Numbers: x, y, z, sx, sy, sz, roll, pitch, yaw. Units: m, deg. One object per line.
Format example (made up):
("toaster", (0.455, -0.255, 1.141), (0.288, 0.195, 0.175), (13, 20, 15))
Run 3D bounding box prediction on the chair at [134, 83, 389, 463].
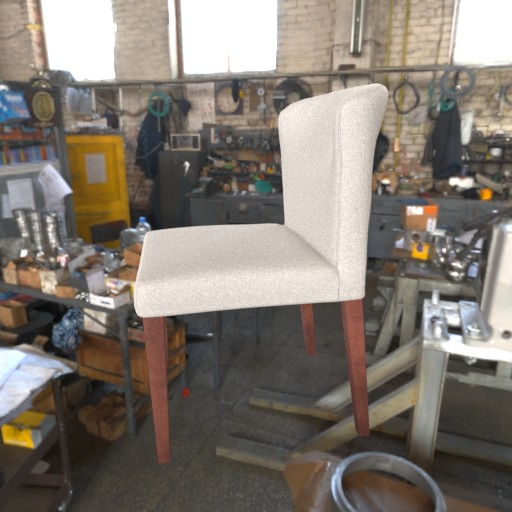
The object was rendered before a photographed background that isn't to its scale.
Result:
("chair", (0.000, 0.000, 1.152), (0.592, 0.839, 0.491), (-3, 17, -11))
